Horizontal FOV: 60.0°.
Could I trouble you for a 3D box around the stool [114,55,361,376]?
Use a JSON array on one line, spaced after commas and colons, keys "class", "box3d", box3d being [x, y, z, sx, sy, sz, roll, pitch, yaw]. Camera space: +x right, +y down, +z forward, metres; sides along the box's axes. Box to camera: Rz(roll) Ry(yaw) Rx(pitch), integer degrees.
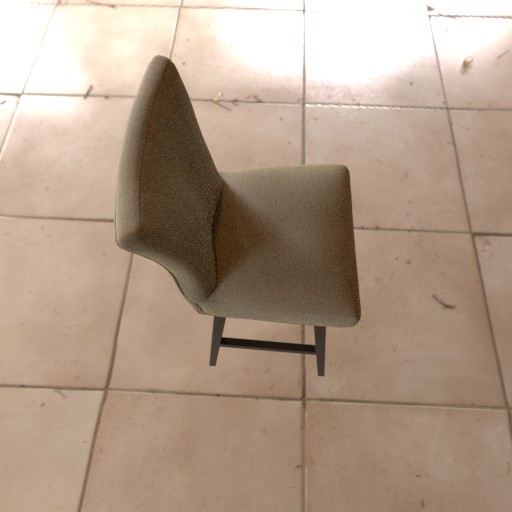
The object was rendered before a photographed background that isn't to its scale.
[{"class": "stool", "box3d": [0.000, 0.000, 1.396, 0.574, 1.086, 0.514, 1, 63, 1]}]
